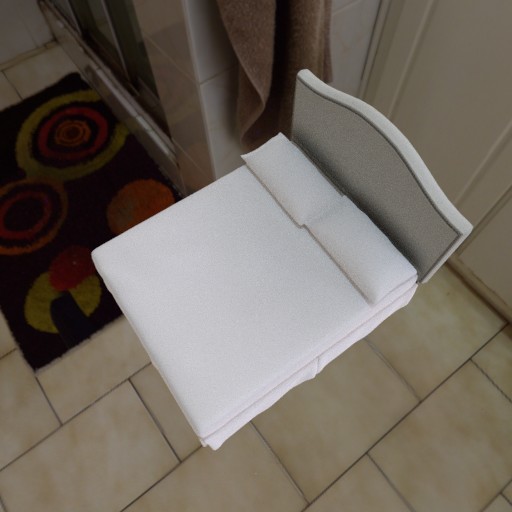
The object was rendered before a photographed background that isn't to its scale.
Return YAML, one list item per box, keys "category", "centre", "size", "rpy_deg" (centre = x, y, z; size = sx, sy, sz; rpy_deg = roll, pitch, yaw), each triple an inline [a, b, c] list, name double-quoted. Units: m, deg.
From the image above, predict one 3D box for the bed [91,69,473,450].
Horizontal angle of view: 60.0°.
- category: "bed"
  centre: [0.000, 0.000, 3.374]
  size: [2.180, 1.607, 1.813]
  rpy_deg: [-32, 68, -15]
